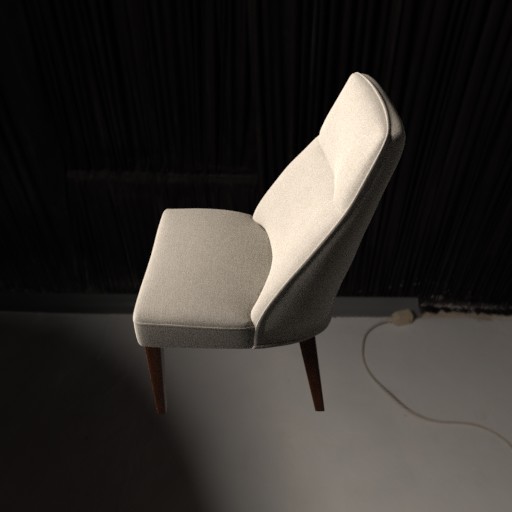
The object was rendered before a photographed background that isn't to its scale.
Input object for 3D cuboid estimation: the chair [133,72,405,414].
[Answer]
[{"bbox_3d":[0.000,0.000,1.273,0.620,0.930,0.500,0,40,0],"label":"chair"}]
